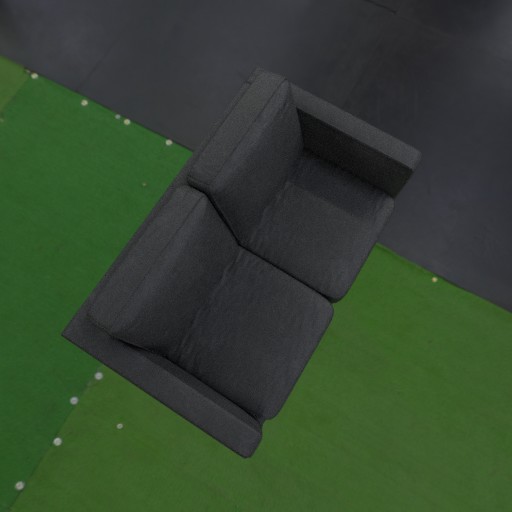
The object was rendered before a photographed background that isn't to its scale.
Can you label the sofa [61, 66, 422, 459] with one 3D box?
[{"bbox_3d":[0.000,0.000,2.011,0.879,0.899,1.430,31,76,8],"label":"sofa"}]
